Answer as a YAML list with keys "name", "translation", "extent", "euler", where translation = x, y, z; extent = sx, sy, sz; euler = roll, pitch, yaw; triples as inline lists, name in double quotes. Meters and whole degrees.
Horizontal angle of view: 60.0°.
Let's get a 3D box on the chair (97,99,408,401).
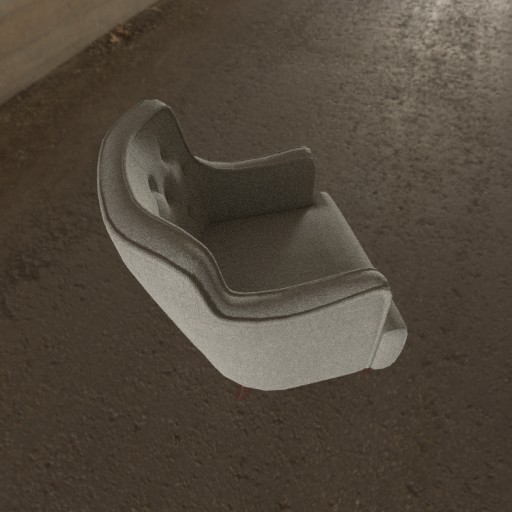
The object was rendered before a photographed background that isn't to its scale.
- name: "chair"
  translation: [0.000, 0.000, 1.593]
  extent: [0.910, 0.920, 0.820]
  euler: [-11, 48, -10]
